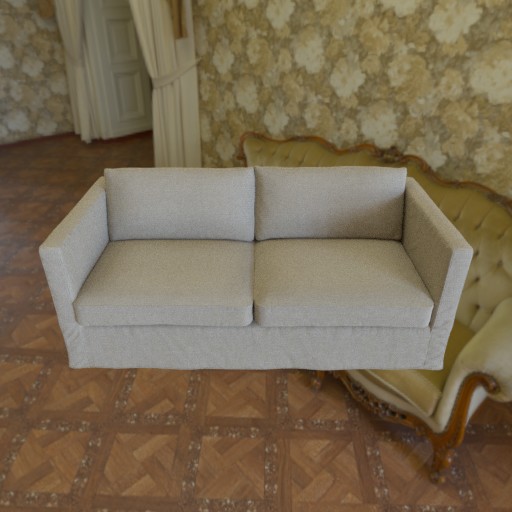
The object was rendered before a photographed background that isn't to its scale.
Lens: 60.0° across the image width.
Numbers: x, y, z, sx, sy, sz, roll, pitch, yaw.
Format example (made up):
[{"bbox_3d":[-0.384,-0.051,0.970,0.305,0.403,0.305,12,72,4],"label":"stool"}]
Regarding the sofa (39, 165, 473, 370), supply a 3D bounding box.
[{"bbox_3d":[0.000,0.000,2.499,1.987,0.847,0.956,0,31,0],"label":"sofa"}]
